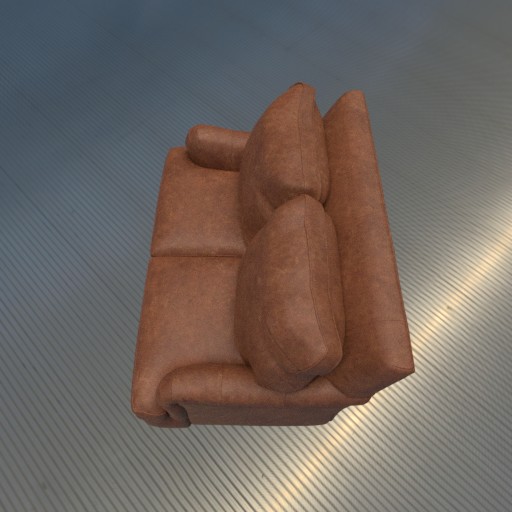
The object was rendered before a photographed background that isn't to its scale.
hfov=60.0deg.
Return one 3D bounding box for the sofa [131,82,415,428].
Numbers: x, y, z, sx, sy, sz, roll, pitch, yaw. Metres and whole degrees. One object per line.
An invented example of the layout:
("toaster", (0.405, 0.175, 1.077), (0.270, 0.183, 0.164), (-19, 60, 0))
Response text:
("sofa", (0.000, 0.000, 2.185), (1.077, 1.004, 1.527), (0, 59, 0))
